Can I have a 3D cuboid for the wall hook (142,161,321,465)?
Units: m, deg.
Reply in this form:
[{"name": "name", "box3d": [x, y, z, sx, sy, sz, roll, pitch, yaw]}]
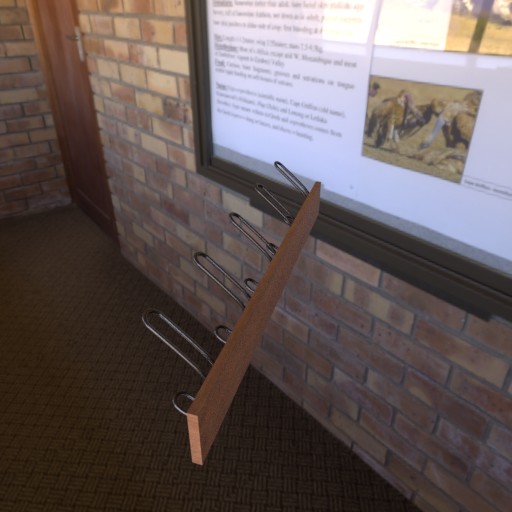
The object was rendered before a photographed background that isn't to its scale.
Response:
[{"name": "wall hook", "box3d": [0.000, 0.000, 0.604, 0.076, 0.116, 0.554, 9, 32, 15]}]
